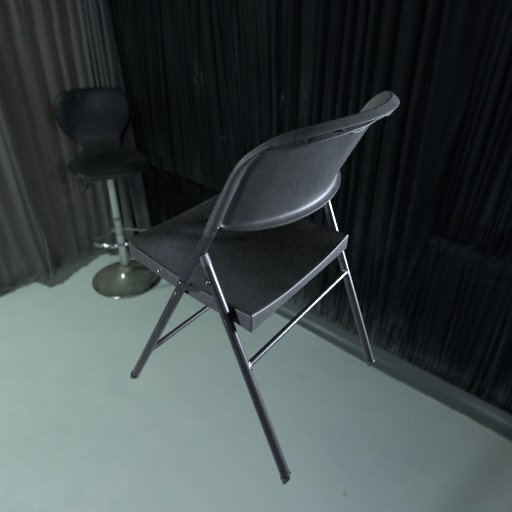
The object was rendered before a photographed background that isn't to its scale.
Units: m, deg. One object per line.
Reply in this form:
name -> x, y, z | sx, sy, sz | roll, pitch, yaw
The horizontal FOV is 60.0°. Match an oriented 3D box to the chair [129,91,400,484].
chair -> 0.000, 0.000, 1.116 | 0.566, 0.810, 0.494 | 22, 38, 31
